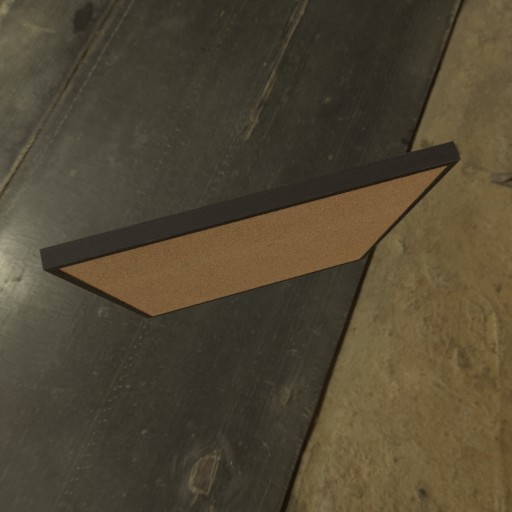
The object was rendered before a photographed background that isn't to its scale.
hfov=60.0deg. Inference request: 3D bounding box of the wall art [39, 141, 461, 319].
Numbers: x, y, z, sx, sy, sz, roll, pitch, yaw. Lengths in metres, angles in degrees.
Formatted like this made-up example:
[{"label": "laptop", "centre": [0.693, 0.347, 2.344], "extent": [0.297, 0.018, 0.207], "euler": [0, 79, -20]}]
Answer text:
[{"label": "wall art", "centre": [0.000, 0.000, 1.151], "extent": [0.762, 0.762, 0.038], "euler": [-15, 76, -4]}]
